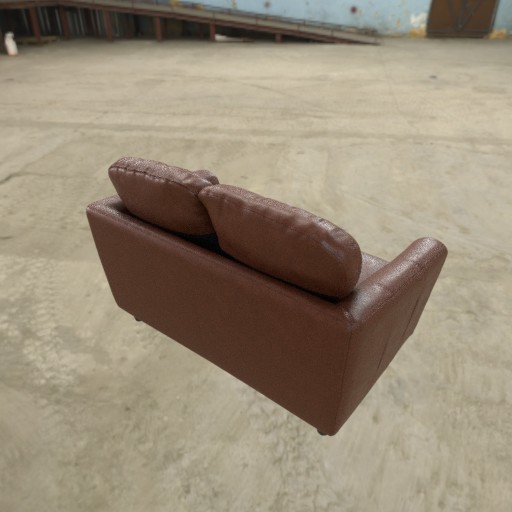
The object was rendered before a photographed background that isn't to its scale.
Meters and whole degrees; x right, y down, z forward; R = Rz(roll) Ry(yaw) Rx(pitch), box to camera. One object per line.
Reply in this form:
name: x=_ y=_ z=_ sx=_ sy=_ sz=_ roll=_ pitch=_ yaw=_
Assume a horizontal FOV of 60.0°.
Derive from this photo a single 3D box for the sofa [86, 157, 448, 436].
sofa: x=0.000 y=0.000 z=1.980 sx=1.406 sy=0.906 sz=0.805 roll=22 pitch=38 yaw=32
